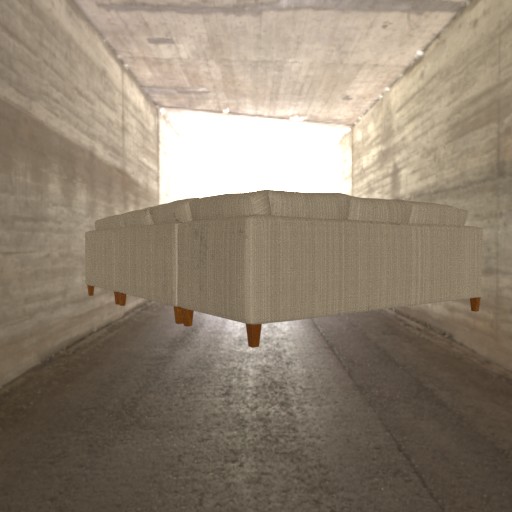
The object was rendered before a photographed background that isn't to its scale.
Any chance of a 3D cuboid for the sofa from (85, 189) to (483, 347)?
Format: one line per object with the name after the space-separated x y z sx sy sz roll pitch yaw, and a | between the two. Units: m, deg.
0.000 0.000 4.606 2.594 0.961 3.460 -1 1 -36 | sofa
